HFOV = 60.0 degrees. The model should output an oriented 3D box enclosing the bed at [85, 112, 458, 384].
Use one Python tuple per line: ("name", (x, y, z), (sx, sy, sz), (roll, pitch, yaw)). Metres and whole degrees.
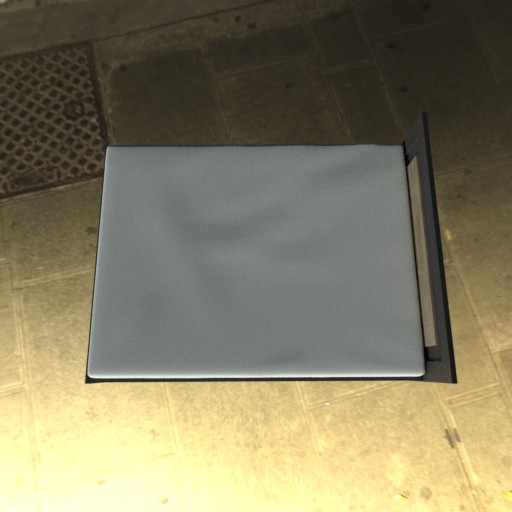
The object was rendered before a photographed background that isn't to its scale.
("bed", (0.000, 0.000, 2.882), (2.073, 0.823, 1.585), (0, 76, 0))
